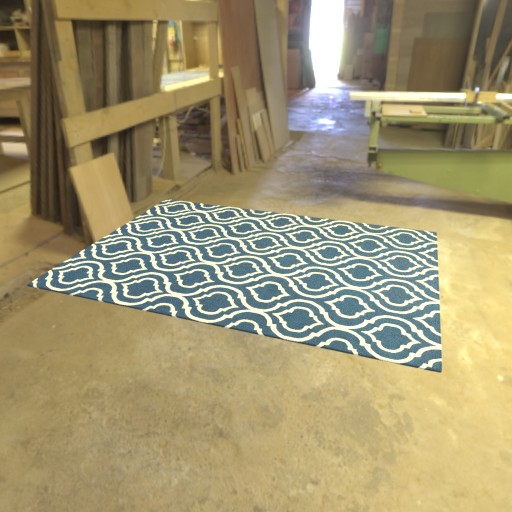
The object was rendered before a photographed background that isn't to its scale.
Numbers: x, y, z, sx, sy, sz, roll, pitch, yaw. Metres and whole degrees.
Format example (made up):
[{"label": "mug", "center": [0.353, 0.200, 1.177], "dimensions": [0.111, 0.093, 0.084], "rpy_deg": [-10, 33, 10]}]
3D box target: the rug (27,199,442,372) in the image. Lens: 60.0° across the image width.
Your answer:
[{"label": "rug", "center": [0.000, 0.000, 2.758], "dimensions": [2.134, 0.010, 1.524], "rpy_deg": [9, 28, 17]}]
